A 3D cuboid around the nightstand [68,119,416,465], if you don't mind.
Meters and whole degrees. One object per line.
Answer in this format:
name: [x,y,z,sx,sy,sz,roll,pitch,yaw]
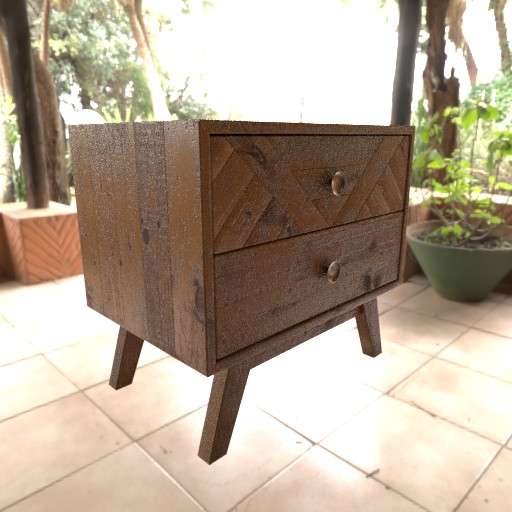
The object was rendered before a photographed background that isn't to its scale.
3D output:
nightstand: [0.000,0.000,1.058,0.650,0.599,0.450,-15,21,-43]
